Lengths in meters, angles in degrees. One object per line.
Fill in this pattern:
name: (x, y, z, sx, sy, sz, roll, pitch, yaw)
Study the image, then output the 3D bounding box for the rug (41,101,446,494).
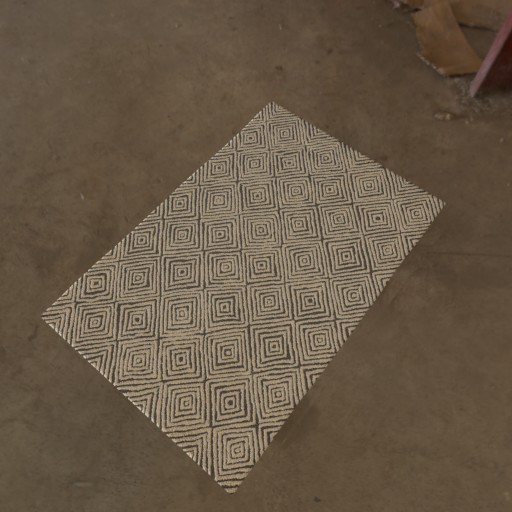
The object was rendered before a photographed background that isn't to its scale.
rug: (0.000, 0.000, 2.203, 1.177, 0.004, 1.750, 36, 69, 16)
